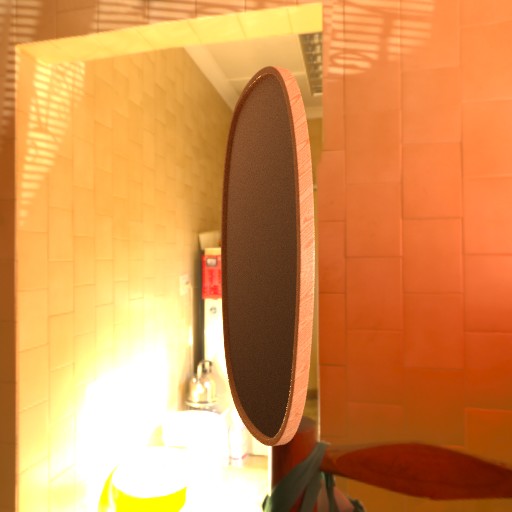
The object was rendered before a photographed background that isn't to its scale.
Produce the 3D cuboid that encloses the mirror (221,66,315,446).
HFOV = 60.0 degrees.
[{"bbox_3d":[0.000,0.000,1.349,0.037,1.075,0.724,0,0,-19],"label":"mirror"}]
